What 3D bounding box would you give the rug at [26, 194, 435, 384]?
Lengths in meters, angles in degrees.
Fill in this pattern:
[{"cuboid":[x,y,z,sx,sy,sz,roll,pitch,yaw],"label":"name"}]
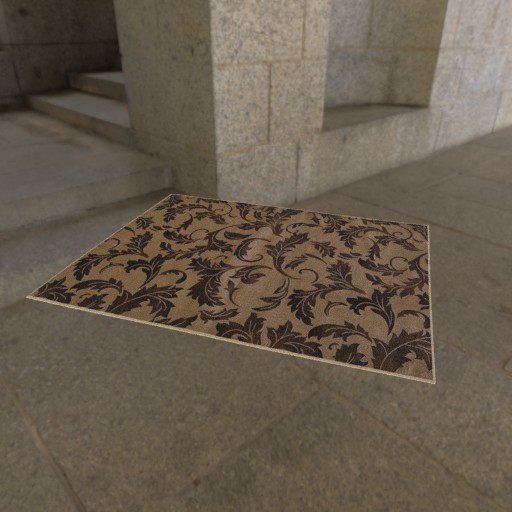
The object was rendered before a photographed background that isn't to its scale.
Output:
[{"cuboid":[0.000,0.000,3.987,2.977,0.008,2.380,9,30,16],"label":"rug"}]
